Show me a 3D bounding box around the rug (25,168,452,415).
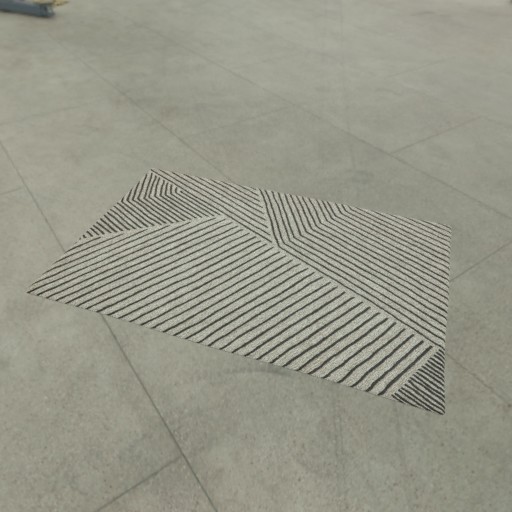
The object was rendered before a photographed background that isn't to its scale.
[{"bbox_3d":[0.000,0.000,2.903,2.406,0.023,1.539,13,43,14],"label":"rug"}]
